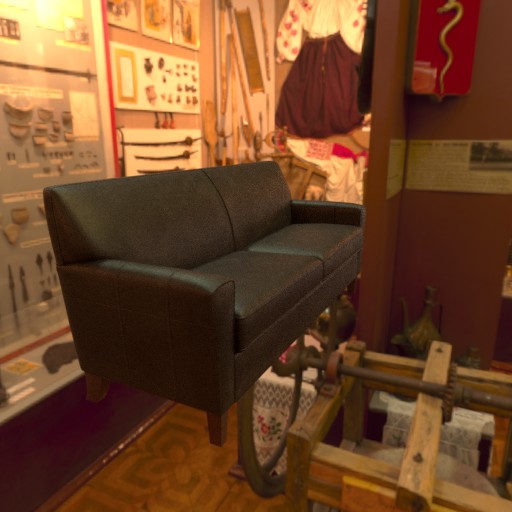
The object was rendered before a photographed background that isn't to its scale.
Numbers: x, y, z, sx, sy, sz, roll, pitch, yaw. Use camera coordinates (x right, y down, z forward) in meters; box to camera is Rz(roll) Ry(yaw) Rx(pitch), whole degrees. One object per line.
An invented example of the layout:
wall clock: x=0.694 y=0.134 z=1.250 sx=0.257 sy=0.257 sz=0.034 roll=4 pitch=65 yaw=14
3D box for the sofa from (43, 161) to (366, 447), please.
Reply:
sofa: x=0.000 y=0.000 z=2.507 sx=0.805 sy=0.947 sz=2.053 roll=8 pitch=17 yaw=26
